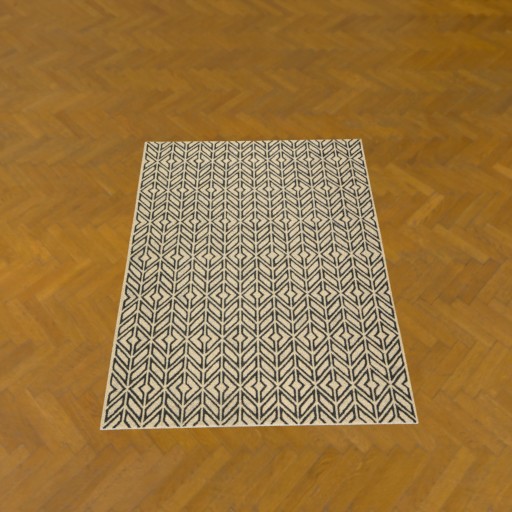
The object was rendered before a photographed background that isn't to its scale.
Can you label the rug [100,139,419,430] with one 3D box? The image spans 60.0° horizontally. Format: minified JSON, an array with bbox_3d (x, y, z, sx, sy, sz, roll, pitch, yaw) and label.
[{"bbox_3d":[0.000,0.000,4.164,2.421,0.008,3.045,-1,58,-1],"label":"rug"}]
